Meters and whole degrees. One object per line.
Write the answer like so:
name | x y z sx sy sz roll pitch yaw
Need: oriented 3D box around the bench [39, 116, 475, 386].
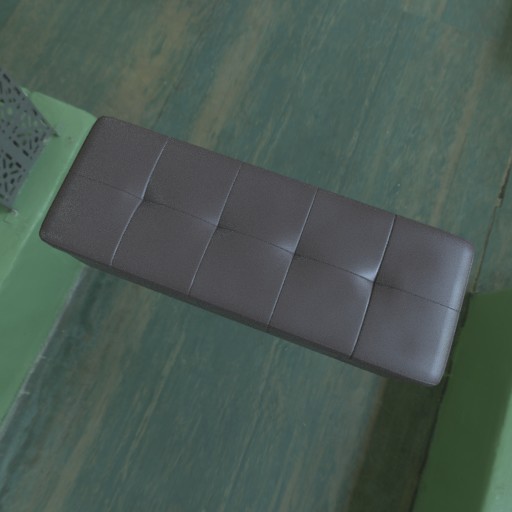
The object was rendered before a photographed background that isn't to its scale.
bench | 0.000 0.000 1.469 1.219 0.417 0.450 20 76 5
